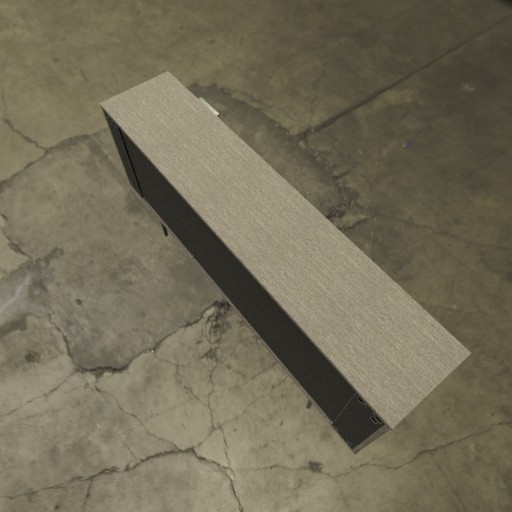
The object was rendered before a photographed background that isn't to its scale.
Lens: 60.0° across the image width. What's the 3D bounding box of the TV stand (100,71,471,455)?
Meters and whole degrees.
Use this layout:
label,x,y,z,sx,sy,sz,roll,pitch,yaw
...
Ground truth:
label,x,y,z,sx,sy,sz,roll,pitch,yaw
TV stand,0.000,0.000,2.071,0.405,0.787,1.804,-34,65,-19
